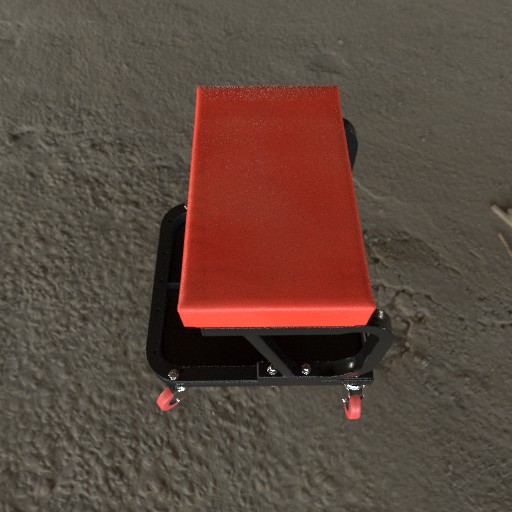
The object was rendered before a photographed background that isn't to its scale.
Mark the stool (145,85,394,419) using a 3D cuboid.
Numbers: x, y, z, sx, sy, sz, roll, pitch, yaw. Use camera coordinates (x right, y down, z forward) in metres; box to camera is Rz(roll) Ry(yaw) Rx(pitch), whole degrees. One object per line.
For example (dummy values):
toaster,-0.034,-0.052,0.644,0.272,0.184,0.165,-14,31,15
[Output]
stool,0.000,0.000,0.722,0.371,0.380,0.446,-1,58,0
